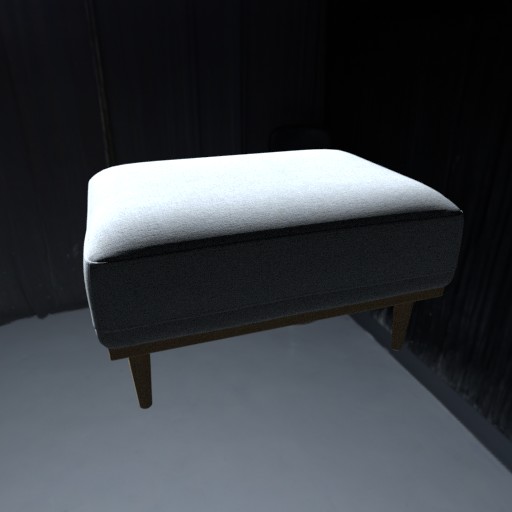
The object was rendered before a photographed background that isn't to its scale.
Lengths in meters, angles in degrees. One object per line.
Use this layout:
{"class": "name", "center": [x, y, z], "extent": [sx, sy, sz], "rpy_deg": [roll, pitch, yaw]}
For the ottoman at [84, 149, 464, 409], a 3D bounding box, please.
{"class": "ottoman", "center": [0.000, 0.000, 1.079], "extent": [0.749, 0.428, 0.549], "rpy_deg": [-8, 27, -17]}
